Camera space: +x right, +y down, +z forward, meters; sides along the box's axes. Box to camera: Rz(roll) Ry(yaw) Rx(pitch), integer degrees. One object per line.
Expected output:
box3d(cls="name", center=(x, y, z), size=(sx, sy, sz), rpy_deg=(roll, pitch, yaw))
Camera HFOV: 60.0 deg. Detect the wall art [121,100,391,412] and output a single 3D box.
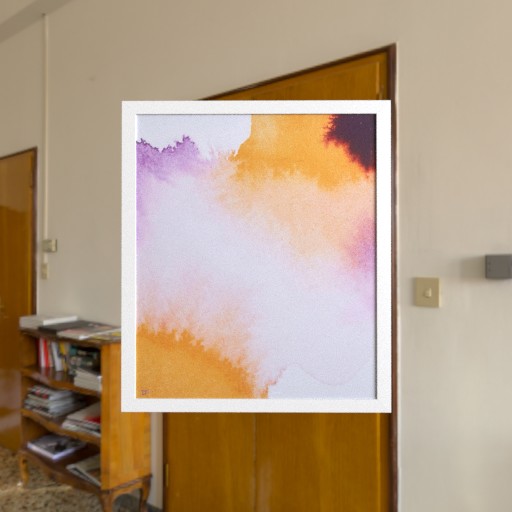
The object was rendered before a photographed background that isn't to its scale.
box3d(cls="wall art", center=(0.000, 0.000, 0.798), size=(0.482, 0.557, 0.012), rpy_deg=(0, 0, 0))
